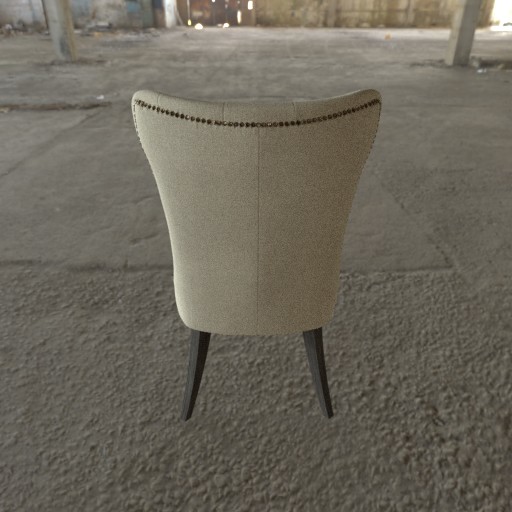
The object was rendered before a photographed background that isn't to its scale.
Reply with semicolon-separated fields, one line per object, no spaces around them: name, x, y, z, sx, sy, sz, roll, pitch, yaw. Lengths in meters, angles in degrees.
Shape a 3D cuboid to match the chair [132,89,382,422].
chair;0.000;0.000;1.413;0.584;1.065;0.590;-1;30;-1
